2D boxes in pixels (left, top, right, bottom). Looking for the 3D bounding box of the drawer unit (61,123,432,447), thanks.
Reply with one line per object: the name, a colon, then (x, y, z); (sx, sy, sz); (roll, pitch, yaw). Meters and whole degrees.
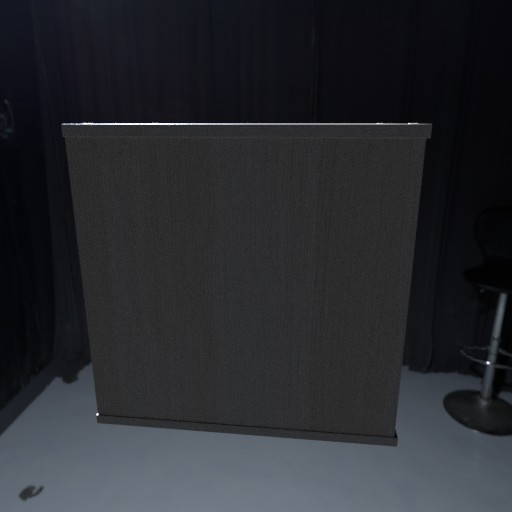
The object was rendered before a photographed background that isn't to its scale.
drawer unit: (0.000, 0.000, 0.600); (0.349, 0.344, 0.290); (2, 17, 6)
